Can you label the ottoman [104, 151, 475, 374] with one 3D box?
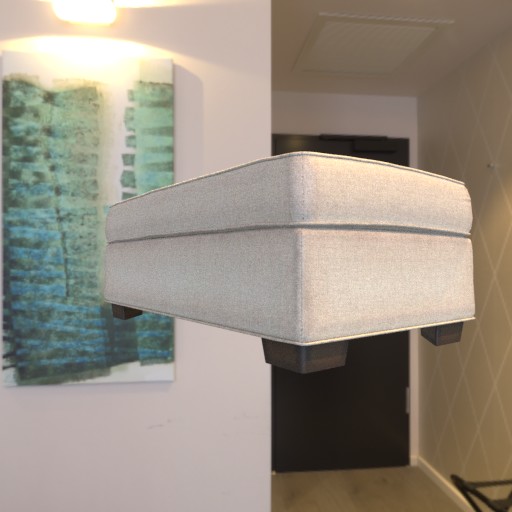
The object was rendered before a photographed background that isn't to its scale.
[{"bbox_3d":[0.000,0.000,1.400,0.617,0.448,1.097,0,-1,-37],"label":"ottoman"}]
